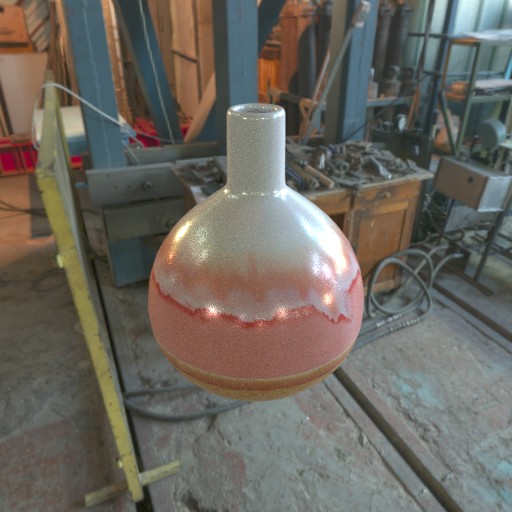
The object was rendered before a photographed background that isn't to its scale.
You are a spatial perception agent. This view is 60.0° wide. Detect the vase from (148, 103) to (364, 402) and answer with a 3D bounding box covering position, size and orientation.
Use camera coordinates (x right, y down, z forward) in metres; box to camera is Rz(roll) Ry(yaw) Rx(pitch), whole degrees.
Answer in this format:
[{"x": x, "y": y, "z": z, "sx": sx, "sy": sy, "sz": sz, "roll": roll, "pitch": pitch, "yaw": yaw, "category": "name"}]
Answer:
[{"x": 0.000, "y": 0.000, "z": 0.274, "sx": 0.137, "sy": 0.176, "sz": 0.137, "roll": 0, "pitch": 29, "yaw": 0, "category": "vase"}]
